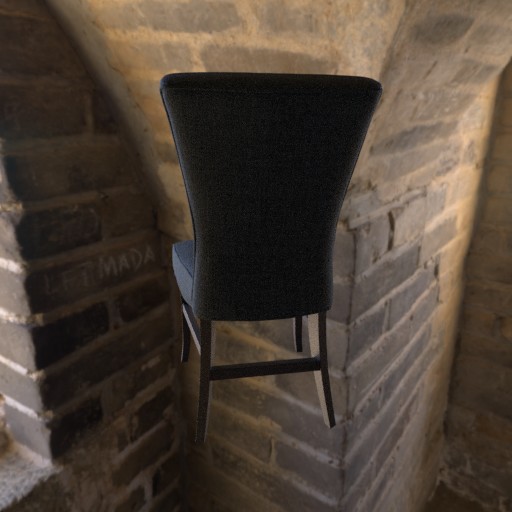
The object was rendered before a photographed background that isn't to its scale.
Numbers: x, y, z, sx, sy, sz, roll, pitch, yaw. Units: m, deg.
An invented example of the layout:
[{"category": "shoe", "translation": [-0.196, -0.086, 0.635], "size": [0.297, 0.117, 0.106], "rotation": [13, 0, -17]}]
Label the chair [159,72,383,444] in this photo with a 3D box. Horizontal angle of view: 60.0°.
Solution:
[{"category": "chair", "translation": [0.000, 0.000, 1.372], "size": [0.520, 0.991, 0.660], "rotation": [-3, 16, -10]}]
